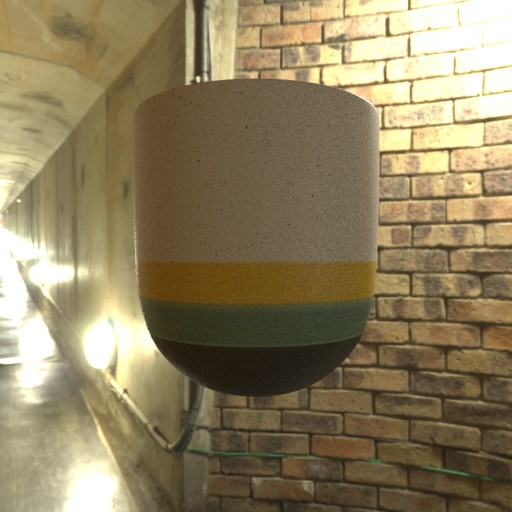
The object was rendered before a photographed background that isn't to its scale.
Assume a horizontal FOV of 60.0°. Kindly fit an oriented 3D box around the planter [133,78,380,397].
[{"bbox_3d":[0.000,0.000,0.363,0.195,0.214,0.195,0,0,0],"label":"planter"}]
